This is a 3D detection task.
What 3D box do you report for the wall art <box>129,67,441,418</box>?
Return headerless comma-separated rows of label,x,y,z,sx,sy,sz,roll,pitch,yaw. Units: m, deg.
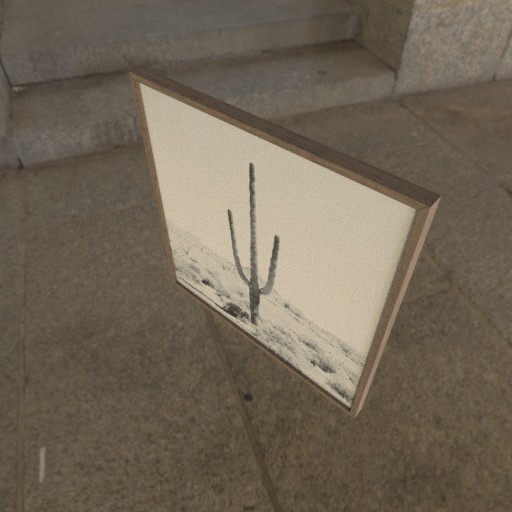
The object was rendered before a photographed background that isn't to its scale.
wall art,0.000,0.000,1.153,0.762,0.762,0.038,32,54,27
